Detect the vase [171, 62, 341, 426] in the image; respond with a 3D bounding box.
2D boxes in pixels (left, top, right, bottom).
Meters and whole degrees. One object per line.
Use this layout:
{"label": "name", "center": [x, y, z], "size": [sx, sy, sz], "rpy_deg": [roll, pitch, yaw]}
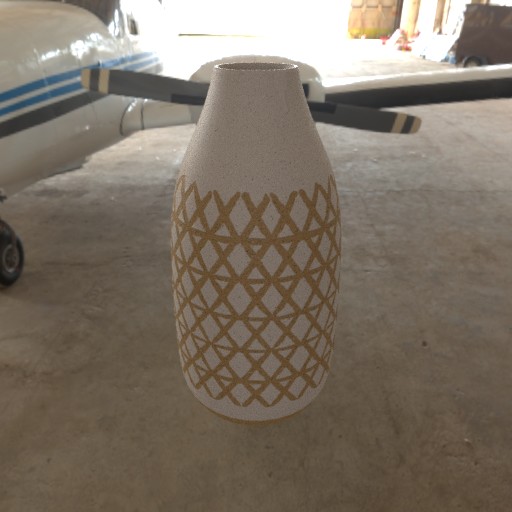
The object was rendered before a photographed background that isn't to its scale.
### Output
{"label": "vase", "center": [0.000, 0.000, 0.480], "size": [0.186, 0.380, 0.186], "rpy_deg": [0, 28, 0]}
